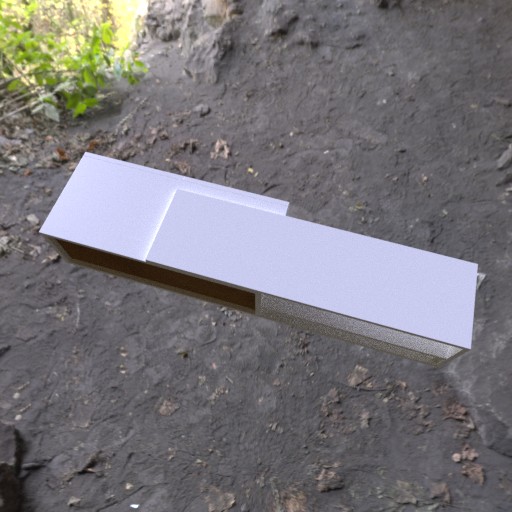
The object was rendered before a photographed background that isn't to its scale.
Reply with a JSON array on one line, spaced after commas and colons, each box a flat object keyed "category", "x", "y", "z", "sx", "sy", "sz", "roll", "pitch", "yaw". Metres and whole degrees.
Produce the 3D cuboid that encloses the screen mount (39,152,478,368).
[{"category": "screen mount", "x": 0.000, "y": 0.000, "z": 1.875, "sx": 1.680, "sy": 0.320, "sz": 0.420, "roll": 15, "pitch": 65, "yaw": 7}]
